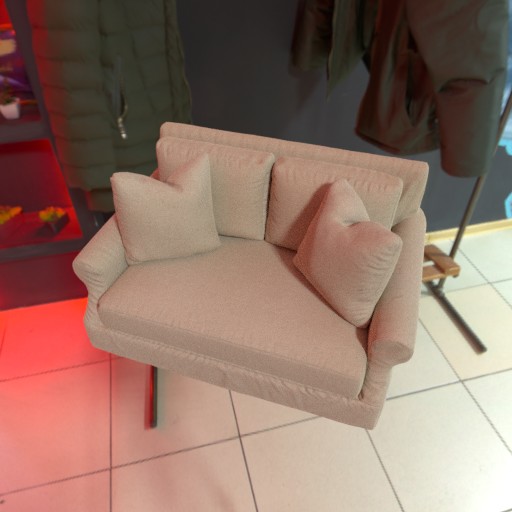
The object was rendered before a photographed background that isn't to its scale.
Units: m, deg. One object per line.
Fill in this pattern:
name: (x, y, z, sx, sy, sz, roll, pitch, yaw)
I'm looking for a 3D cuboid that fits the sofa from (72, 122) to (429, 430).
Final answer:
sofa: (0.000, 0.000, 2.187, 1.550, 0.905, 1.070, 13, 43, 14)
